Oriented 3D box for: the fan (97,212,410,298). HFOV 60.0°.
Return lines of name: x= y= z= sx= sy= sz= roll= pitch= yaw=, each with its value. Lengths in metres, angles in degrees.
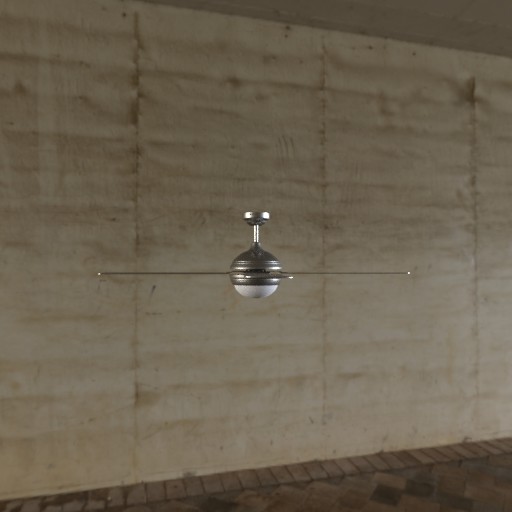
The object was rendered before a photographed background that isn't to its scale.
fan: x=0.000 y=0.000 z=1.998 sx=1.321 sy=0.381 sz=1.321 roll=0 pitch=-1 yaw=17
